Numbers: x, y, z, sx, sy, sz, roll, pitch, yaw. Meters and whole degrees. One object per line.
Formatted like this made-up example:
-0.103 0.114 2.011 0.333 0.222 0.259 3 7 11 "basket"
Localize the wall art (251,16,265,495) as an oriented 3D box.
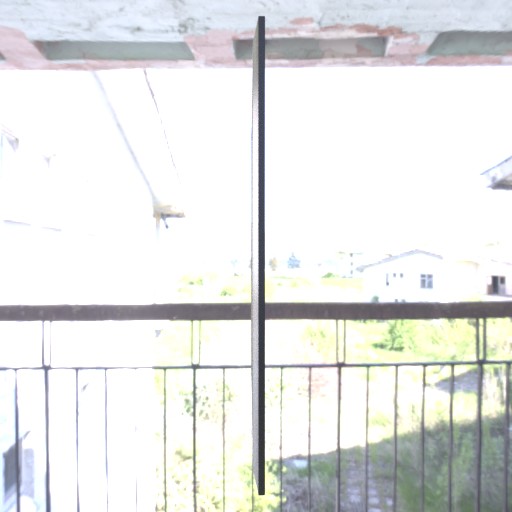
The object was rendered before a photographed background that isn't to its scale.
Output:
0.000 0.000 0.889 0.018 0.660 0.559 0 0 -1 "wall art"
